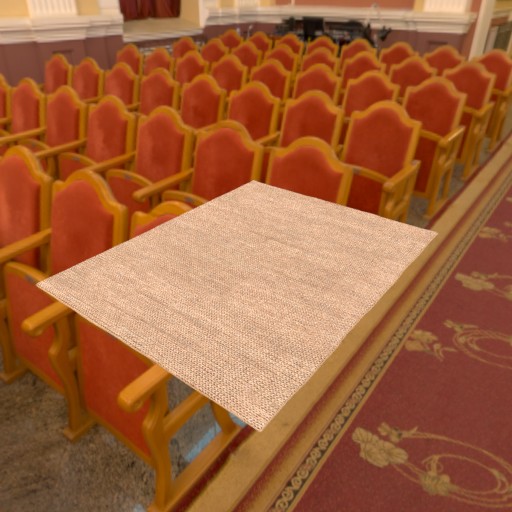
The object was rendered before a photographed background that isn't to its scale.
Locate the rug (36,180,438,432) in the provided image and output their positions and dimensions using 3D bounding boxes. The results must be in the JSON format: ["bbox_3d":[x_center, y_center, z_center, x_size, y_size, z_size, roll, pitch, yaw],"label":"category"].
[{"bbox_3d":[0.000,0.000,4.189,2.429,0.030,3.052,22,37,32],"label":"rug"}]
